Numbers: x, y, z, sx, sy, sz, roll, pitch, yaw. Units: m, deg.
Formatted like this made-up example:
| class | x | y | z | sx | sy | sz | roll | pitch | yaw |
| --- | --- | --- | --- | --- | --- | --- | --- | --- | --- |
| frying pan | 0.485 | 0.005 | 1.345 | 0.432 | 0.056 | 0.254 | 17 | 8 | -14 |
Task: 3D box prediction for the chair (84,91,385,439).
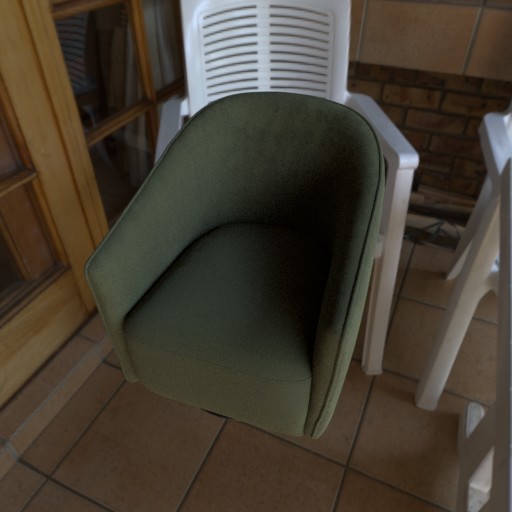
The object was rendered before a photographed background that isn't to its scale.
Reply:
| class | x | y | z | sx | sy | sz | roll | pitch | yaw |
| --- | --- | --- | --- | --- | --- | --- | --- | --- | --- |
| chair | 0.000 | 0.000 | 1.479 | 0.747 | 0.799 | 0.875 | 12 | 42 | 14 |
